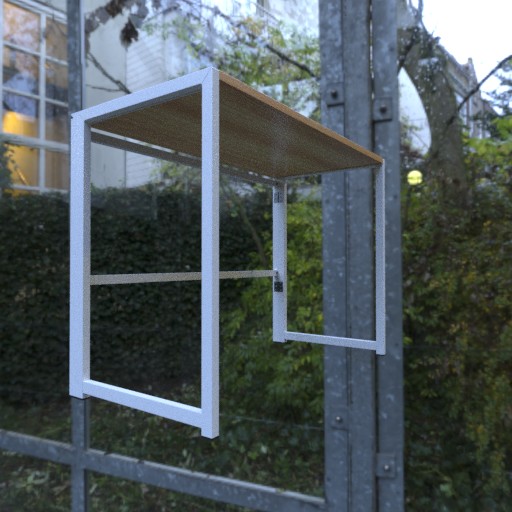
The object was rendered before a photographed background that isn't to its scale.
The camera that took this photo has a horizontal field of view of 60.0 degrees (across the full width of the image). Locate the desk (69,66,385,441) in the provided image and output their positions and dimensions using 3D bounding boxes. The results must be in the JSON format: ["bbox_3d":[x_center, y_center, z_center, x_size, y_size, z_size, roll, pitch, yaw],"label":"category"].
[{"bbox_3d":[0.000,0.000,1.458,0.508,0.762,1.016,-1,-1,36],"label":"desk"}]
